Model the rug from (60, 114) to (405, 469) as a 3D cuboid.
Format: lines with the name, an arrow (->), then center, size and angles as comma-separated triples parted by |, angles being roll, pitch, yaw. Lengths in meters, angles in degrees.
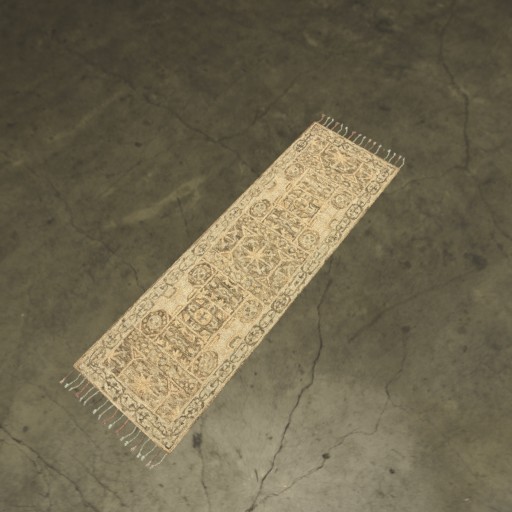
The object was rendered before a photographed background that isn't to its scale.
rug -> 0.000, 0.000, 2.898 | 0.762, 0.011, 2.664 | 35, 67, 17
